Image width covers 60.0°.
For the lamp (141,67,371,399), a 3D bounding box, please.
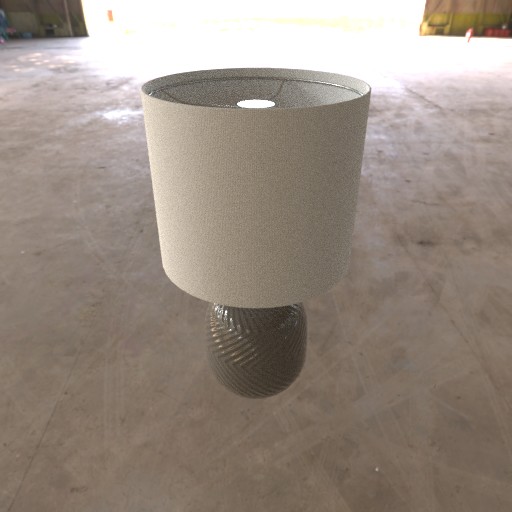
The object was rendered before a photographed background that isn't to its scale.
[{"bbox_3d":[0.000,0.000,0.499,0.207,0.366,0.207,10,32,16],"label":"lamp"}]
